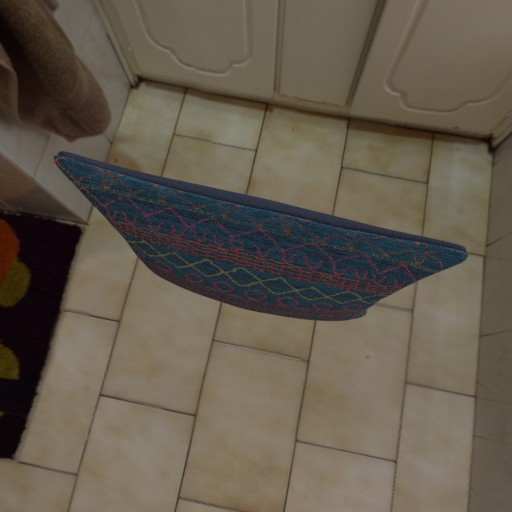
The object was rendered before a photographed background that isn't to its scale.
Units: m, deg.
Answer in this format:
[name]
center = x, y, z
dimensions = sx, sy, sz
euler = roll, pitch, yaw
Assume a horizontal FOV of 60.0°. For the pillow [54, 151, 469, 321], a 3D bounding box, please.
[pillow]
center = 0.000, 0.000, 0.645
dimensions = 0.431, 0.431, 0.141
euler = 13, 76, 4
